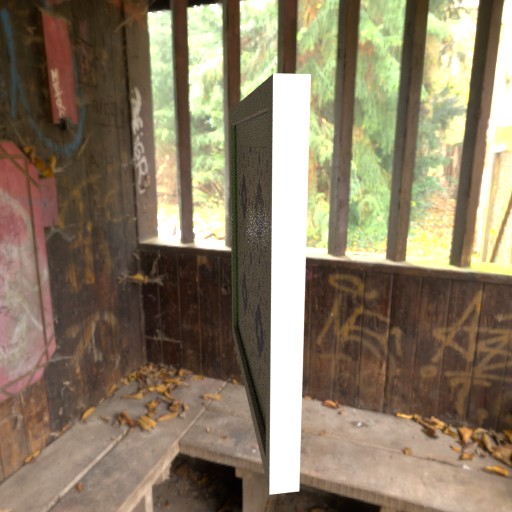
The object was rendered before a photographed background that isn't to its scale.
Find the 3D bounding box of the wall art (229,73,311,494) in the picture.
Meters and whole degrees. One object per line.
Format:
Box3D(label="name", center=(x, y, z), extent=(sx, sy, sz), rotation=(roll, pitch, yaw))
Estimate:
Box3D(label="wall art", center=(0.000, 0.000, 0.529), extent=(0.027, 0.355, 0.355), rotation=(-2, 14, -8))
